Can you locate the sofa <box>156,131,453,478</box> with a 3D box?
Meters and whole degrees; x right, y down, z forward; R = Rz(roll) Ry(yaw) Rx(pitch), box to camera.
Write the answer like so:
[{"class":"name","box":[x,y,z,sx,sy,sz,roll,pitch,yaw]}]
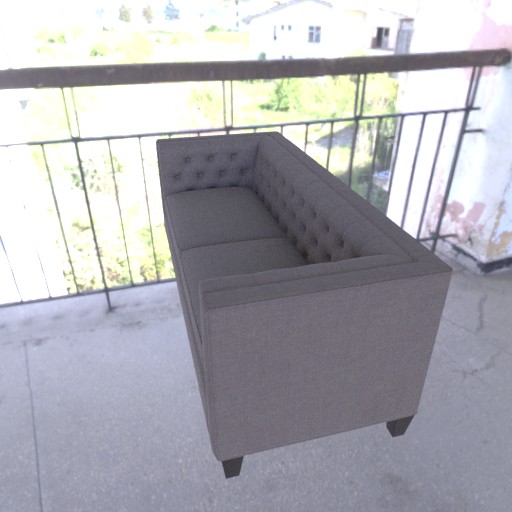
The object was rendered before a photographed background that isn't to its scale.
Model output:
[{"class":"sofa","box":[0.000,0.000,2.179,0.775,0.762,1.778,-8,30,-13]}]
